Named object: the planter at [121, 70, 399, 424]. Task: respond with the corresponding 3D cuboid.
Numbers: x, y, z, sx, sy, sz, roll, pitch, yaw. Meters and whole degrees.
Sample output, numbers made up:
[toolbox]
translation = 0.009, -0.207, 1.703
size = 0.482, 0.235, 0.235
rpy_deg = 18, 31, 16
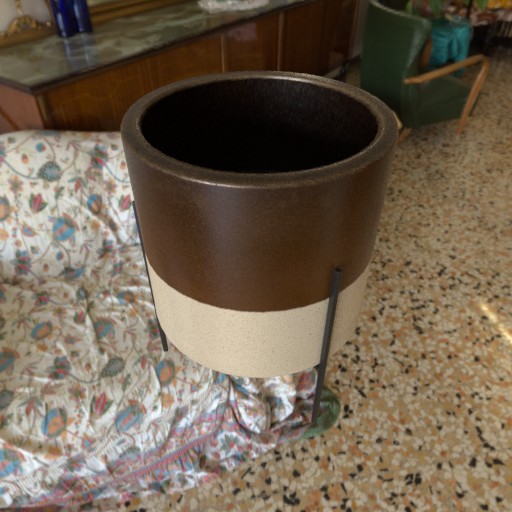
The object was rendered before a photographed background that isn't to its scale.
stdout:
[planter]
translation = 0.000, 0.000, 0.705
size = 0.354, 0.465, 0.345
rpy_deg = -1, 40, -1
